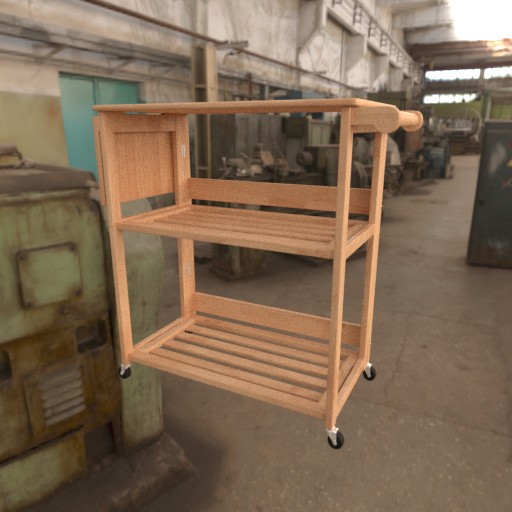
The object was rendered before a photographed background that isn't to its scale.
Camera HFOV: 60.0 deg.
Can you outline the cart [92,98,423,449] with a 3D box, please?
[{"bbox_3d":[0.000,0.000,1.364,0.853,0.879,0.432,8,18,26],"label":"cart"}]
